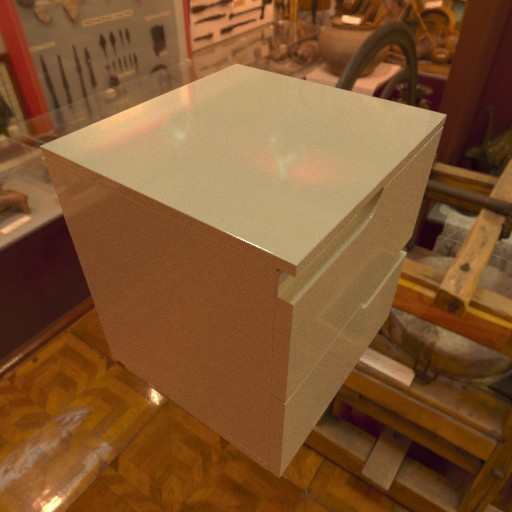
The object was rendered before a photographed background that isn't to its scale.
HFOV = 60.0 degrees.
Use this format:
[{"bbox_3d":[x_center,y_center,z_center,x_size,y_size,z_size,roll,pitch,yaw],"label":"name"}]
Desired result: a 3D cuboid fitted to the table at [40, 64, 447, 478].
[{"bbox_3d":[0.000,0.000,0.777,0.400,0.470,0.420,26,47,27],"label":"table"}]
